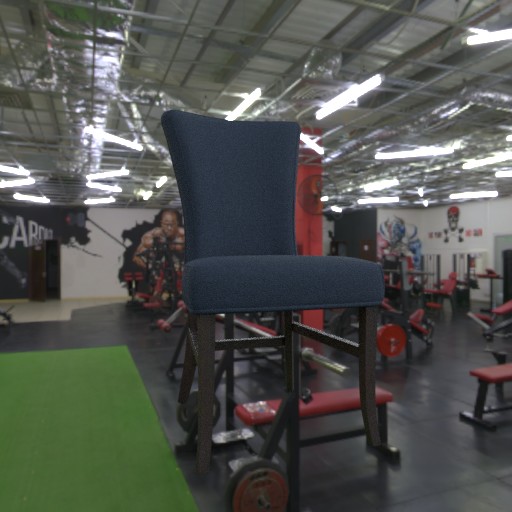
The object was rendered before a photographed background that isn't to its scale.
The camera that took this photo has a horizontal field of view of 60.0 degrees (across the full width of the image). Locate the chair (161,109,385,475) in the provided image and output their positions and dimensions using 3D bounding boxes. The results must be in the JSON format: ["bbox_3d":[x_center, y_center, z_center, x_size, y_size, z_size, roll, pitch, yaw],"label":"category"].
[{"bbox_3d":[0.000,0.000,1.372,0.520,0.991,0.660,0,1,-19],"label":"chair"}]
